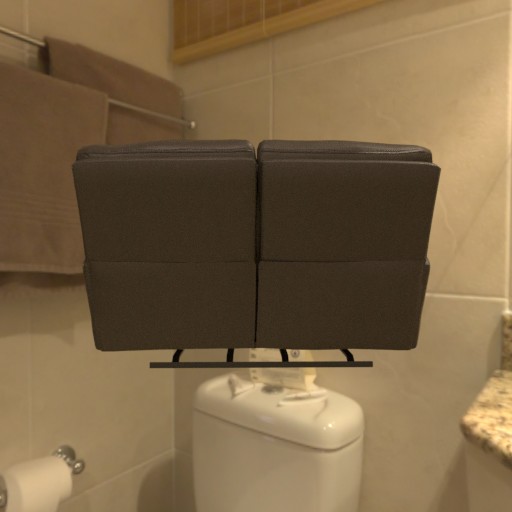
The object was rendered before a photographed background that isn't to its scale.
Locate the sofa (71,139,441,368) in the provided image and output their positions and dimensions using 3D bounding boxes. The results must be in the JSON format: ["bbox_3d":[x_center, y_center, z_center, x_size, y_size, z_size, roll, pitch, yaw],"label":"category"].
[{"bbox_3d":[0.000,0.000,2.483,1.765,1.111,1.104,0,2,-1],"label":"sofa"}]
